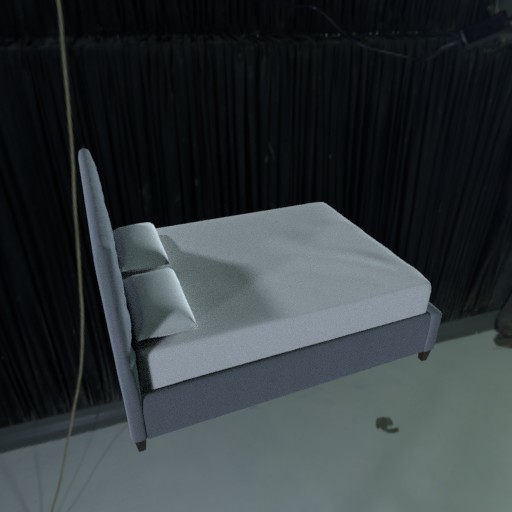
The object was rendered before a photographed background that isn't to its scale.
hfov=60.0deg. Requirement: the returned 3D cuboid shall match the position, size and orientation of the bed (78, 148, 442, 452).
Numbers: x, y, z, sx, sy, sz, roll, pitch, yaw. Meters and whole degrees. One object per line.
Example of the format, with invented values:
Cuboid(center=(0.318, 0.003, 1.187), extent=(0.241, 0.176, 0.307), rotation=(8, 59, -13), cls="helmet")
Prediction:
Cuboid(center=(0.000, 0.000, 3.349), extent=(2.231, 1.427, 1.698), rotation=(-11, 32, -19), cls="bed")
